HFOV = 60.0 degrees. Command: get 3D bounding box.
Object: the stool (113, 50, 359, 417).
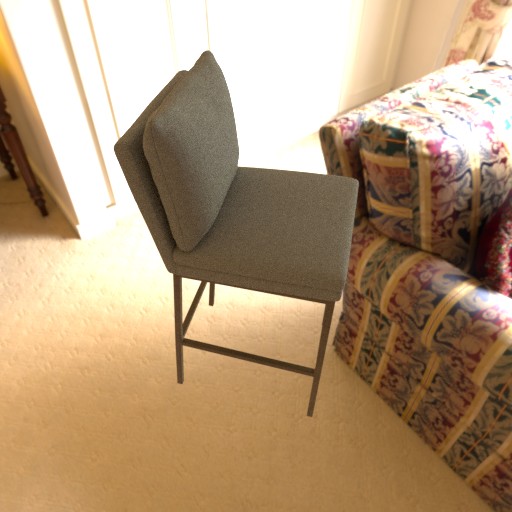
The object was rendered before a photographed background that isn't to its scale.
[{"bbox_3d":[0.000,0.000,1.437,0.569,1.132,0.463,10,46,10],"label":"stool"}]
